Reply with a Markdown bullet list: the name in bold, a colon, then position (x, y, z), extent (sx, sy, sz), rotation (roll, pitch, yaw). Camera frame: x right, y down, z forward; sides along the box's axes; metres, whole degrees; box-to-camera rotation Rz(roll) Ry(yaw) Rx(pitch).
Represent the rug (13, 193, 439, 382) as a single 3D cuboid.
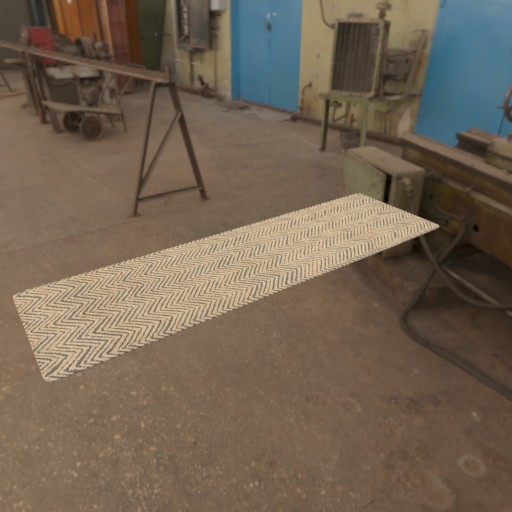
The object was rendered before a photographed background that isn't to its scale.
- **rug**: position (0.000, 0.000, 2.384), extent (2.286, 0.008, 0.686), rotation (-19, 34, -30)
